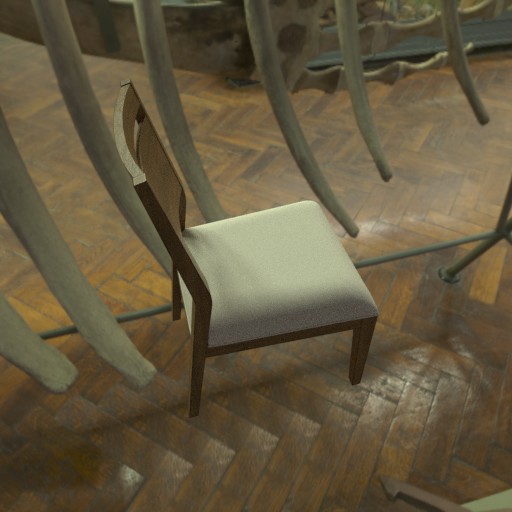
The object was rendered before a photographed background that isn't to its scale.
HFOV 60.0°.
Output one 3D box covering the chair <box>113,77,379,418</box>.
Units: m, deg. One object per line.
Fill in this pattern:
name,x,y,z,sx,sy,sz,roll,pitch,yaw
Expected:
chair,0.000,0.000,1.297,0.610,0.939,0.497,-11,47,-10
